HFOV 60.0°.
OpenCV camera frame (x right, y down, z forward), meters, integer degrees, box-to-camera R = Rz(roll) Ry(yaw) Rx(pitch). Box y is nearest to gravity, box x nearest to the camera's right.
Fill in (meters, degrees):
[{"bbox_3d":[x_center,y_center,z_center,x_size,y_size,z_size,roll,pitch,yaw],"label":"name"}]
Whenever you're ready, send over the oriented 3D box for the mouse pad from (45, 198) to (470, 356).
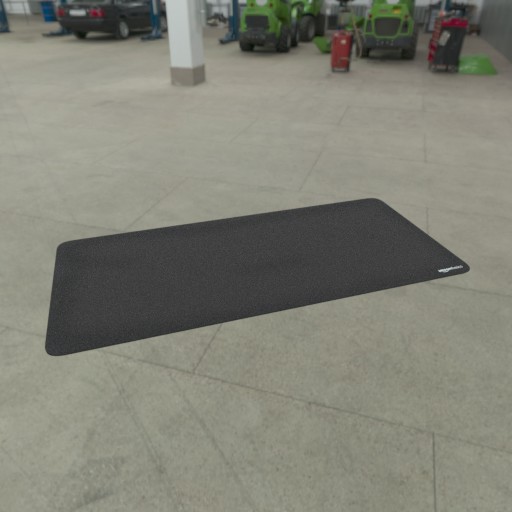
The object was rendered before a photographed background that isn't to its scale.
[{"bbox_3d":[0.000,0.000,1.055,0.907,0.003,0.424,-10,33,-15],"label":"mouse pad"}]
